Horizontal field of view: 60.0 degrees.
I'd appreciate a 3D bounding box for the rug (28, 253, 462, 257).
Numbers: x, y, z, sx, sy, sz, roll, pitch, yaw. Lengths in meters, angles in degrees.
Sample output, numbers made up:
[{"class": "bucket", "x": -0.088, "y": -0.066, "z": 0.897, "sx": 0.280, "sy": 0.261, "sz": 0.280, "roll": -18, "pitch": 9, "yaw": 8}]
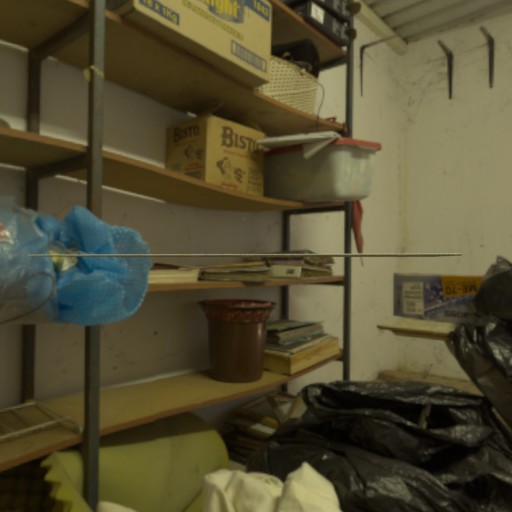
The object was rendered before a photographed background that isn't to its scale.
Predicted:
[{"class": "rug", "x": 0.000, "y": 0.000, "z": 2.910, "sx": 2.284, "sy": 0.008, "sz": 1.522, "roll": 0, "pitch": 0, "yaw": 18}]
